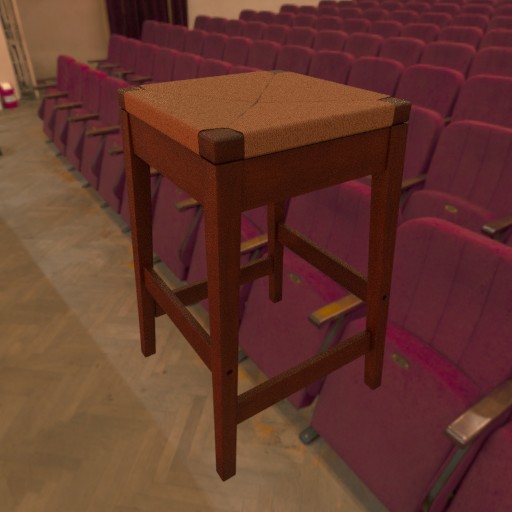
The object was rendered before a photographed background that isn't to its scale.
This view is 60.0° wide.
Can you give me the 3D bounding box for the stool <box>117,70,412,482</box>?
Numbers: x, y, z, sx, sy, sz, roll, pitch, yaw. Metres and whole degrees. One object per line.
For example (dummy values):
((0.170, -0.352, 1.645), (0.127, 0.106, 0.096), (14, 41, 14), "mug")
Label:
((0.000, 0.000, 1.086), (0.507, 0.762, 0.497), (-19, 37, -28), "stool")
